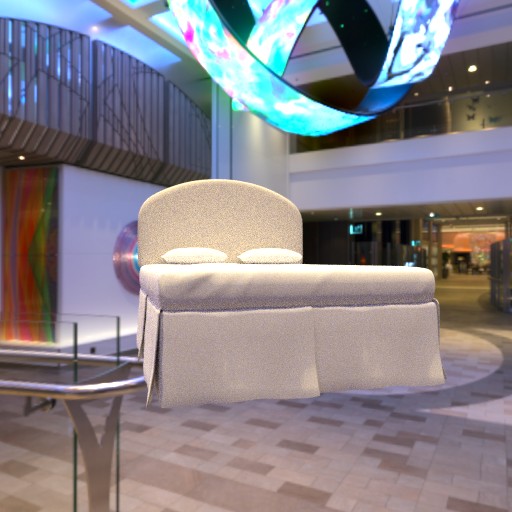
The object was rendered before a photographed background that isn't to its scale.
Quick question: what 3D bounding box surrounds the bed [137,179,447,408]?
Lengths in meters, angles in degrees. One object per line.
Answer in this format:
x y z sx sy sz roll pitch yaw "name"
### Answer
0.000 0.000 3.111 1.607 1.410 2.005 0 -1 -17 "bed"
